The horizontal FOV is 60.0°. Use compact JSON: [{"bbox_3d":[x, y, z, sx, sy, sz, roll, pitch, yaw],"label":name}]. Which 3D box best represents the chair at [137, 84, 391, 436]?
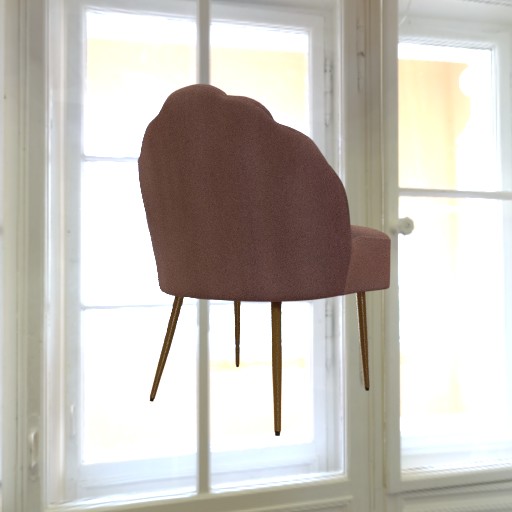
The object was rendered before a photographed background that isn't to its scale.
[{"bbox_3d":[0.000,0.000,1.301,0.657,0.819,0.599,0,0,35],"label":"chair"}]
